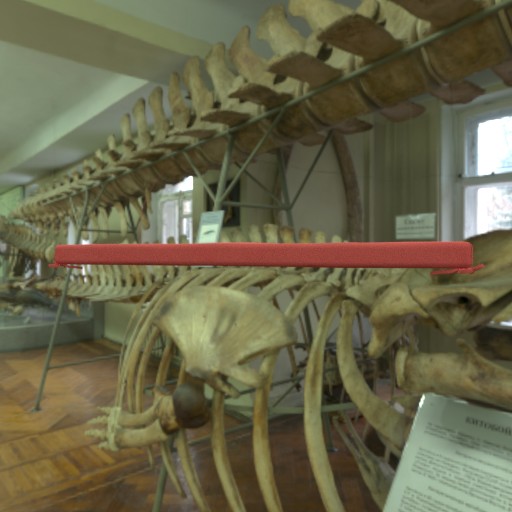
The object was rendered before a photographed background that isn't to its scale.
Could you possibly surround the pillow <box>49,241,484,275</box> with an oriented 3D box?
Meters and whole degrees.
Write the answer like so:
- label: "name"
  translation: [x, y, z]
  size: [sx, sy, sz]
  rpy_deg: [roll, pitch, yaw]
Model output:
- label: "pillow"
  translation: [0.000, 0.000, 1.340]
  size: [1.187, 0.081, 0.492]
  rpy_deg: [0, 1, 19]
